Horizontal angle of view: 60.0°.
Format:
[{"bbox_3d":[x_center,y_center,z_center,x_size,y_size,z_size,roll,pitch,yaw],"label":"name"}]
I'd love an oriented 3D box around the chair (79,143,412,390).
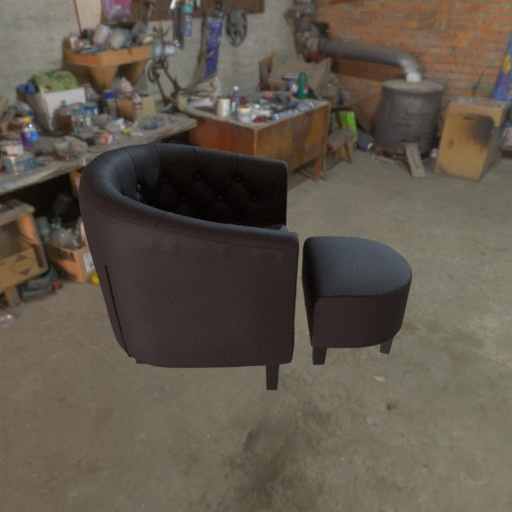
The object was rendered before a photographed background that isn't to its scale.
[{"bbox_3d":[0.000,0.000,1.698,1.191,0.760,0.763,0,30,1],"label":"chair"}]
